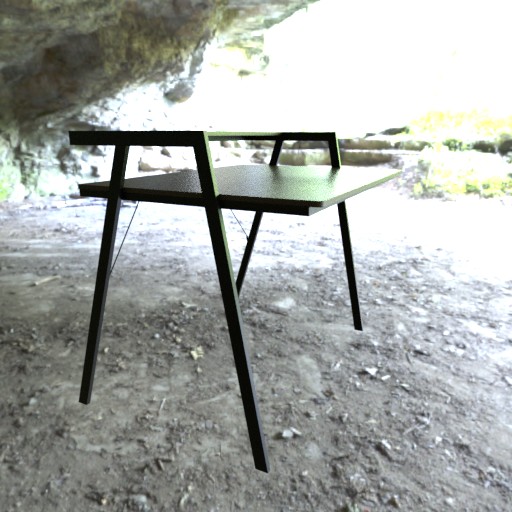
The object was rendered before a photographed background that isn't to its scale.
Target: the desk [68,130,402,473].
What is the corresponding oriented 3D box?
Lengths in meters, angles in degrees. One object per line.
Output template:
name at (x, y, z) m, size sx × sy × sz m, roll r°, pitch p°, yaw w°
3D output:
desk at (0.000, 0.000, 1.843) m, size 0.936 × 0.998 × 1.143 m, roll 8°, pitch 17°, yaw 26°
